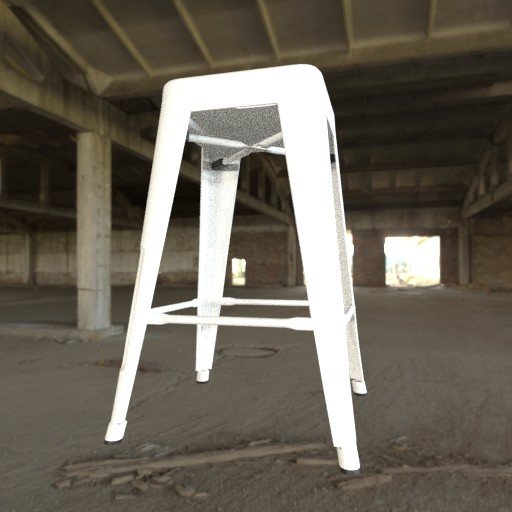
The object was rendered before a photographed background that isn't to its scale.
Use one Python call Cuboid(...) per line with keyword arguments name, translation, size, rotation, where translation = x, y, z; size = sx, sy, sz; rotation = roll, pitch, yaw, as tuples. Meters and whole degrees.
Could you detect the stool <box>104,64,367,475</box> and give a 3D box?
Cuboid(name="stool", translation=(0.000, 0.000, 0.858), size=(0.406, 0.610, 0.406), rotation=(0, -1, 15))
